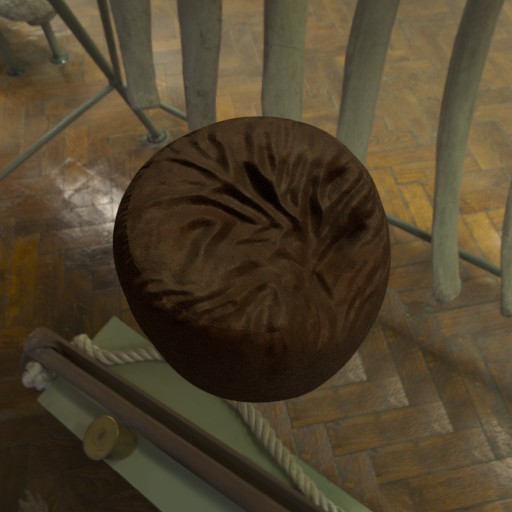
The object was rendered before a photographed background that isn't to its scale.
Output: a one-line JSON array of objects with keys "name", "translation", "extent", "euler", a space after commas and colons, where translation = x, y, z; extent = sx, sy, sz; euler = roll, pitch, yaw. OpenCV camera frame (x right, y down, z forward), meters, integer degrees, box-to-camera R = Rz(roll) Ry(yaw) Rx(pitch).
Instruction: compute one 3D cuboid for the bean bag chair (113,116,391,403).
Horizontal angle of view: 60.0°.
[{"name": "bean bag chair", "translation": [0.000, 0.000, 1.557], "extent": [0.918, 0.616, 0.918], "euler": [0, 59, 0]}]
